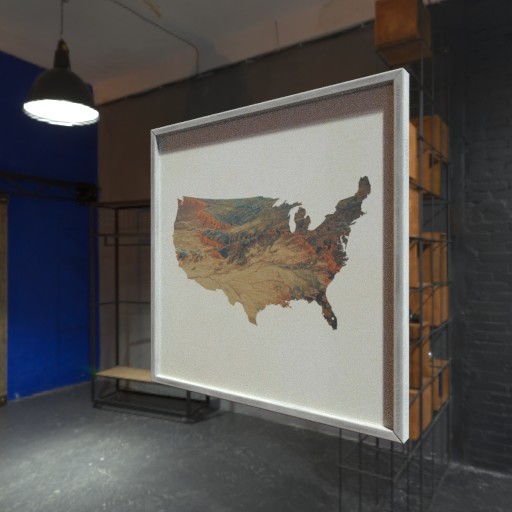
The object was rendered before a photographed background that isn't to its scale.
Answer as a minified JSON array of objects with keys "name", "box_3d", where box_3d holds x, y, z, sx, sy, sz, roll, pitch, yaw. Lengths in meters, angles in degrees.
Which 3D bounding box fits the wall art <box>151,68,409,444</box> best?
[{"name":"wall art","box_3d":[0.000,0.000,0.451,0.303,0.303,0.015,0,0,36]}]
